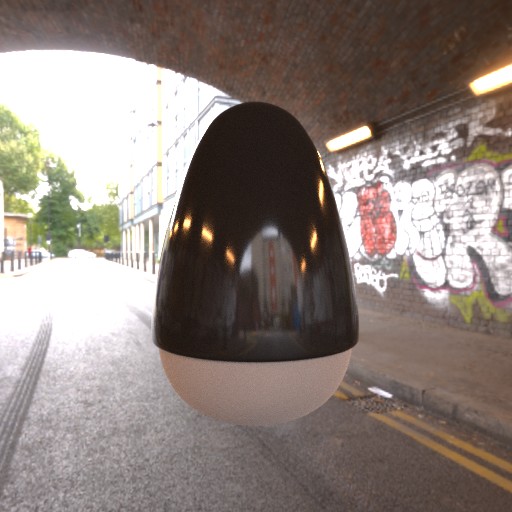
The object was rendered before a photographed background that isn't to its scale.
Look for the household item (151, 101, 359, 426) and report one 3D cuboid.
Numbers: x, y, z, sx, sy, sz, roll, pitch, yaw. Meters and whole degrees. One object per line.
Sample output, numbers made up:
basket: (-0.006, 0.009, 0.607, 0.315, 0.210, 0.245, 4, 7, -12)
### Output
household item: (0.000, 0.000, 0.224, 0.102, 0.152, 0.104, 0, 1, 18)
